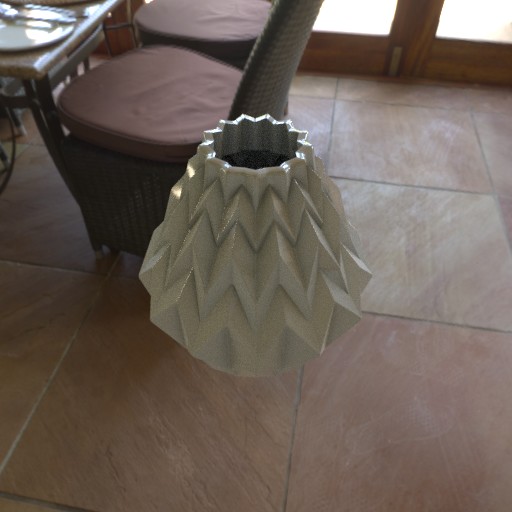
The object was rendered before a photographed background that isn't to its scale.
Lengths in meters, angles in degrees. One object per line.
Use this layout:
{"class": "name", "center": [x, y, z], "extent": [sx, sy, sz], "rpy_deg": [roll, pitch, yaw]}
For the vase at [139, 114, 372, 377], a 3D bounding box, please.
{"class": "vase", "center": [0.000, 0.000, 0.312], "extent": [0.164, 0.185, 0.164], "rpy_deg": [0, 46, 0]}
